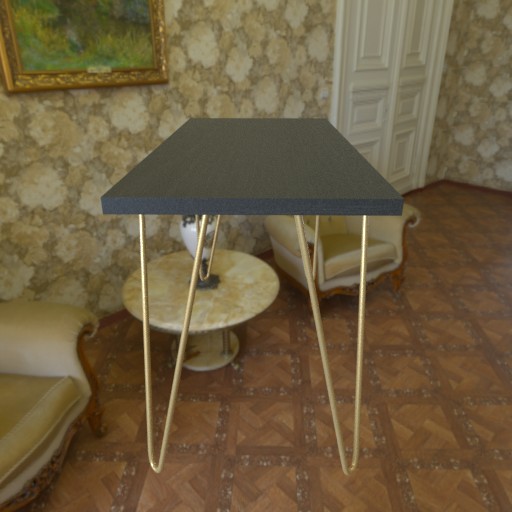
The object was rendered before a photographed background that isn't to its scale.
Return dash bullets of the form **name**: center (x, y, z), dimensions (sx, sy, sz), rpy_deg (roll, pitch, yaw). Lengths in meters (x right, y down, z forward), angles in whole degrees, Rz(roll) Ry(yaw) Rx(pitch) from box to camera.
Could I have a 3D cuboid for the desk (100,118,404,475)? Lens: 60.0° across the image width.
- **desk**: center (0.000, 0.000, 1.314), dimensions (0.499, 0.660, 0.991), rpy_deg (0, 25, 1)
